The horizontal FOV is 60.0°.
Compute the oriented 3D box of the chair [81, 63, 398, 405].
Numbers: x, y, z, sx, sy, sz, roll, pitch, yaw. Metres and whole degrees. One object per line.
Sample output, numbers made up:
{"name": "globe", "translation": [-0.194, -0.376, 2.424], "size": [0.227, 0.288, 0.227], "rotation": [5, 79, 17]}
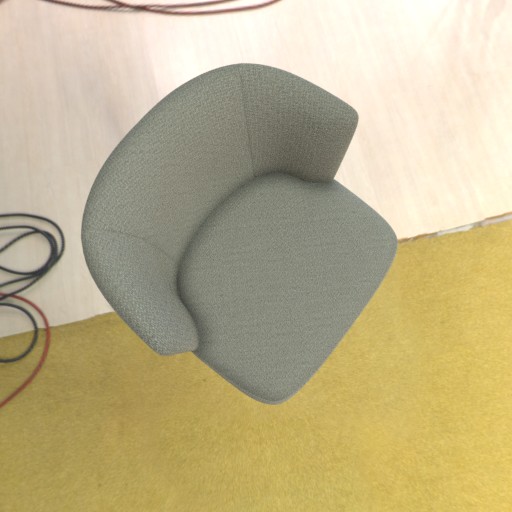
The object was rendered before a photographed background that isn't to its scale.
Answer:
{"name": "chair", "translation": [0.000, 0.000, 1.274], "size": [0.660, 0.760, 0.700], "rotation": [37, 78, 9]}
